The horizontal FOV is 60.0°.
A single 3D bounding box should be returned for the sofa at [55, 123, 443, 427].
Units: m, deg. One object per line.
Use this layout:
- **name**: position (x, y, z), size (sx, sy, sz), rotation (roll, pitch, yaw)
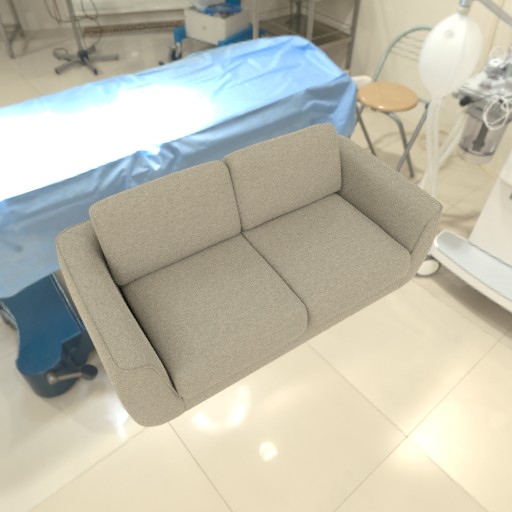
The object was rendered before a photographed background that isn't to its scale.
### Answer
- **sofa**: position (0.000, 0.000, 2.209), size (1.700, 0.850, 0.920), rotation (-25, 51, -22)
